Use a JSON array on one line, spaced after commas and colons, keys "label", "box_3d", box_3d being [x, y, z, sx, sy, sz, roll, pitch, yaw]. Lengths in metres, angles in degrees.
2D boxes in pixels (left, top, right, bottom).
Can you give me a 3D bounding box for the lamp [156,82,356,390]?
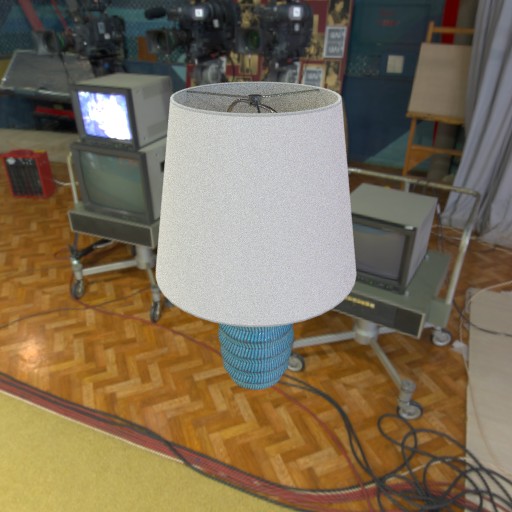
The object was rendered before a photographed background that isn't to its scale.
[{"label": "lamp", "box_3d": [0.000, 0.000, 0.566, 0.254, 0.392, 0.254, 0, 30, 0]}]
